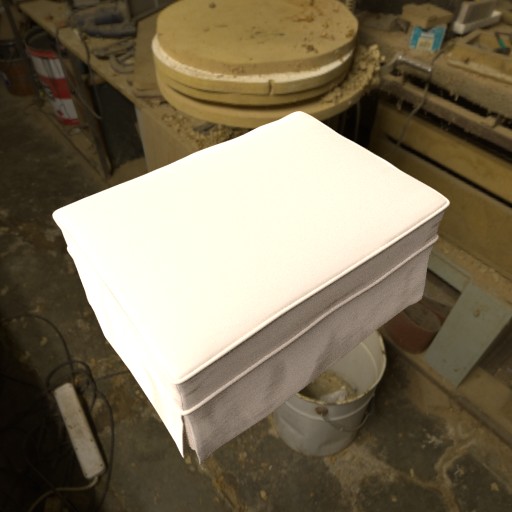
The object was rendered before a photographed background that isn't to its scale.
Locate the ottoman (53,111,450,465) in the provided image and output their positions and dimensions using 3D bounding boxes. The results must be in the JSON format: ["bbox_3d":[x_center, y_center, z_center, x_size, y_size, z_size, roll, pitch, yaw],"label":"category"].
[{"bbox_3d":[0.000,0.000,1.351,0.944,0.479,0.703,-30,54,-25],"label":"ottoman"}]
